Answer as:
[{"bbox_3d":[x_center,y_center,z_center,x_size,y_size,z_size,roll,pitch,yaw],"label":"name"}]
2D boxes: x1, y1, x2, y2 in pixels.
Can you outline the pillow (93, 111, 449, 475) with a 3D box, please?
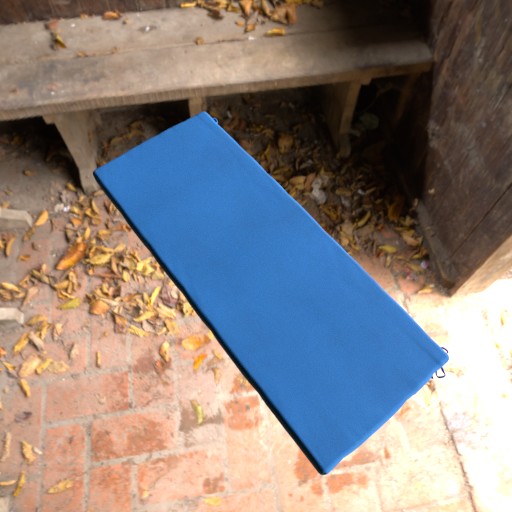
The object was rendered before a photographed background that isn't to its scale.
[{"bbox_3d":[0.000,0.000,1.340,0.492,0.081,1.187,-35,67,-17],"label":"pillow"}]
